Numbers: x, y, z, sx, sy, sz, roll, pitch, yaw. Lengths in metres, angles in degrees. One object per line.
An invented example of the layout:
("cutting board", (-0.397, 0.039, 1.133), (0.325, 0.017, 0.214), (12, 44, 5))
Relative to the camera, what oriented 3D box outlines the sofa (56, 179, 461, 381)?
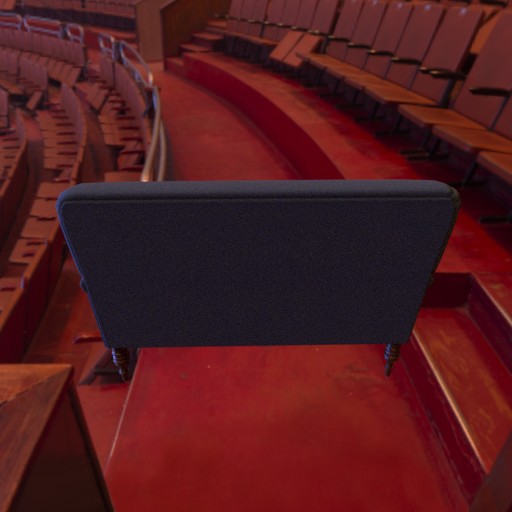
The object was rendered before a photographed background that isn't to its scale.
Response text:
("sofa", (0.000, 0.000, 1.808), (1.297, 0.889, 0.779), (-1, 31, -1))
